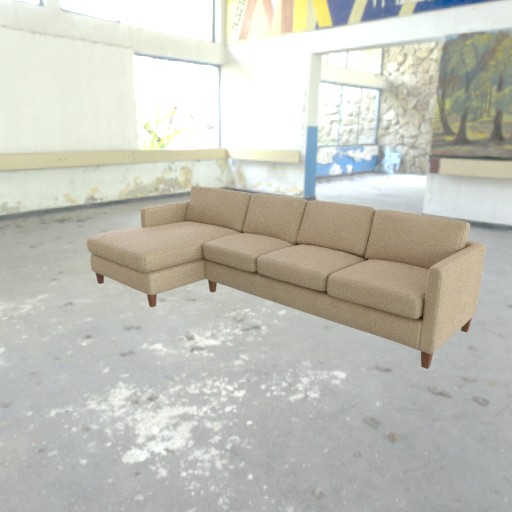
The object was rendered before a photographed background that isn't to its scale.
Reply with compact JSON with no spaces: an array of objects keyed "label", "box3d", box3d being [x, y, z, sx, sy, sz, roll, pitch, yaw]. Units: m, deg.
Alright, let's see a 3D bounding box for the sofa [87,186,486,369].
[{"label":"sofa","box3d":[0.000,0.000,3.777,3.201,0.876,1.502,14,21,41]}]
